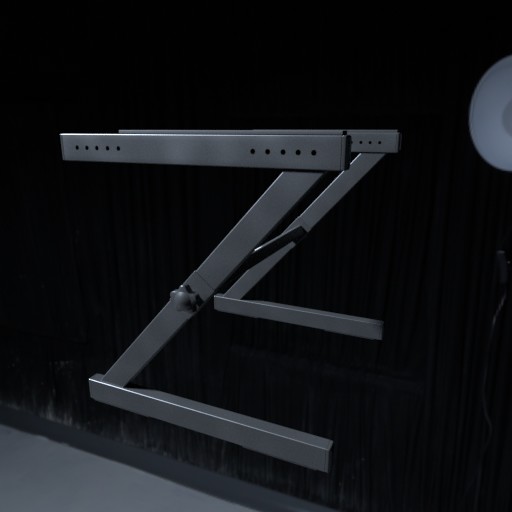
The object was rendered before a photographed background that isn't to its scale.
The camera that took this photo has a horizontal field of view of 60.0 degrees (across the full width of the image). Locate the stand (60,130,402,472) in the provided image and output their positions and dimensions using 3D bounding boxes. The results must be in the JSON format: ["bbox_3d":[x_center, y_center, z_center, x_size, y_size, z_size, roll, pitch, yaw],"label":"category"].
[{"bbox_3d":[0.000,0.000,1.128,0.586,0.617,0.700,7,17,24],"label":"stand"}]
